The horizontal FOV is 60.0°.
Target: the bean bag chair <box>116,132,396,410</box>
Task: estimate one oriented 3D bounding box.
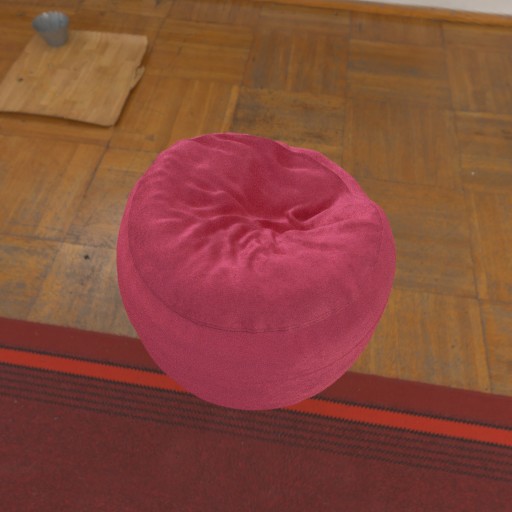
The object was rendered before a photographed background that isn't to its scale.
[{"bbox_3d":[0.000,0.000,2.002,1.218,0.788,1.218,0,57,0],"label":"bean bag chair"}]
